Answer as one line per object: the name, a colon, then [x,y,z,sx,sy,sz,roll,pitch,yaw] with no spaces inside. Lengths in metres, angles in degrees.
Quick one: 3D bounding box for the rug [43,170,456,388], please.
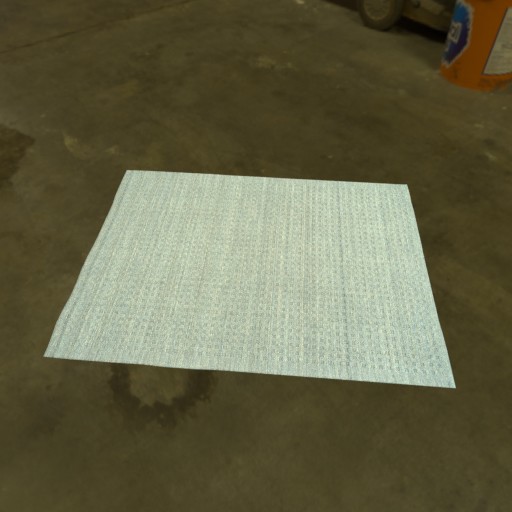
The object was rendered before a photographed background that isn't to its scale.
rug: [0.000,0.000,4.222,3.200,0.007,2.443,4,48,3]
